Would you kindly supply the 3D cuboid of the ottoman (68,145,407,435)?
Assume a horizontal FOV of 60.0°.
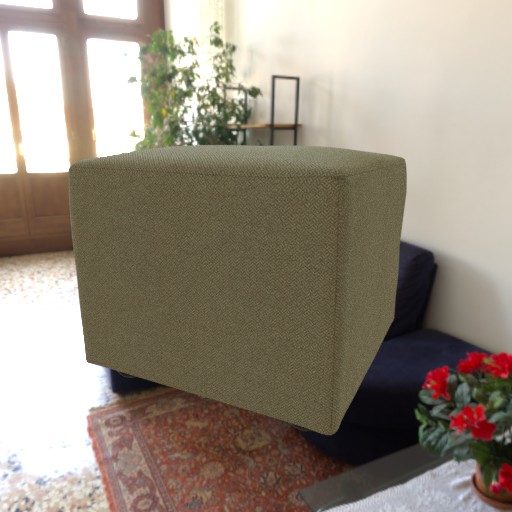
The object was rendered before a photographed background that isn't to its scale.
[{"bbox_3d":[0.000,0.000,0.934,0.521,0.453,0.512,7,16,26],"label":"ottoman"}]
